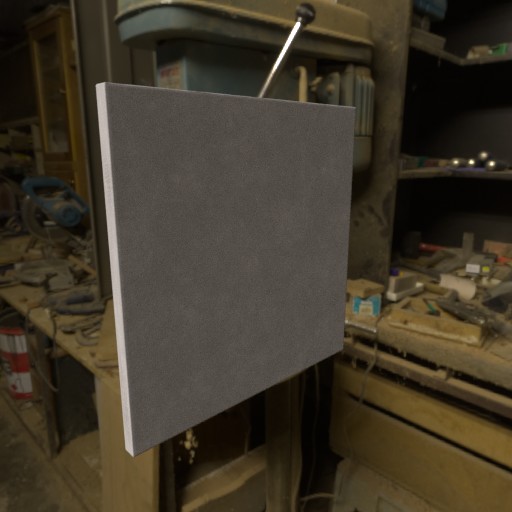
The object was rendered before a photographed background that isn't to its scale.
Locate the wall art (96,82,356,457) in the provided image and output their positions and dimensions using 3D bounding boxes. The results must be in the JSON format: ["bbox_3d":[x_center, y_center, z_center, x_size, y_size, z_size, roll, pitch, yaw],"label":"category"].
[{"bbox_3d":[0.000,0.000,0.450,0.303,0.303,0.015,-13,19,-42],"label":"wall art"}]
